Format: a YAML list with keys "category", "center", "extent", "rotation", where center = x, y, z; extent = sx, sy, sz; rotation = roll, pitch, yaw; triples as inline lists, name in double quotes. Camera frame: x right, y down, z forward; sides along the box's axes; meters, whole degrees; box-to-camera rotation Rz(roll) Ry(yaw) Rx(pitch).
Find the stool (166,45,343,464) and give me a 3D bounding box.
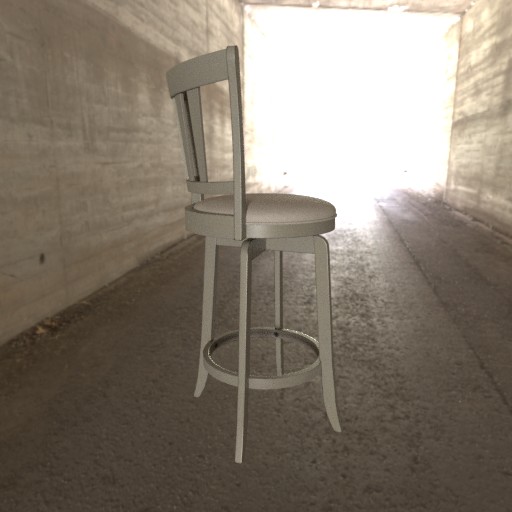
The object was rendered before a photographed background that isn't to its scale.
- category: "stool"
  center: [0.000, 0.000, 1.314]
  extent: [0.475, 1.042, 0.436]
  rotation: [-6, 14, -24]
